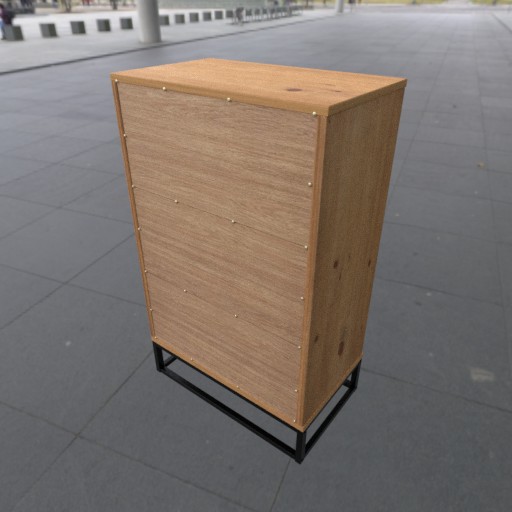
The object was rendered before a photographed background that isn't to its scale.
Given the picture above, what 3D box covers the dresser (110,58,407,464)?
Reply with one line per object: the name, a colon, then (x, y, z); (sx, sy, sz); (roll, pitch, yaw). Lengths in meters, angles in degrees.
dresser: (0.000, 0.000, 1.623); (0.761, 1.240, 0.479); (21, 37, 32)
